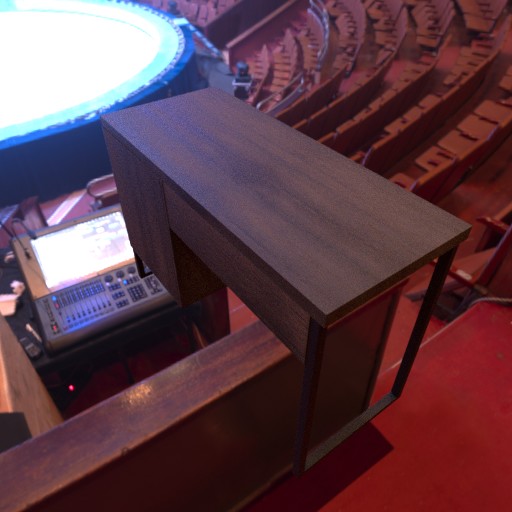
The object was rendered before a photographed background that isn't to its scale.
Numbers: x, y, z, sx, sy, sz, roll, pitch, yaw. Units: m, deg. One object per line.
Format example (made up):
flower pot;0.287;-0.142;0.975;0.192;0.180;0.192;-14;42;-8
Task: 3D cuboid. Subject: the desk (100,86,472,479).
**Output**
desk;0.000;0.000;1.543;0.511;0.752;1.134;-26;47;-27
